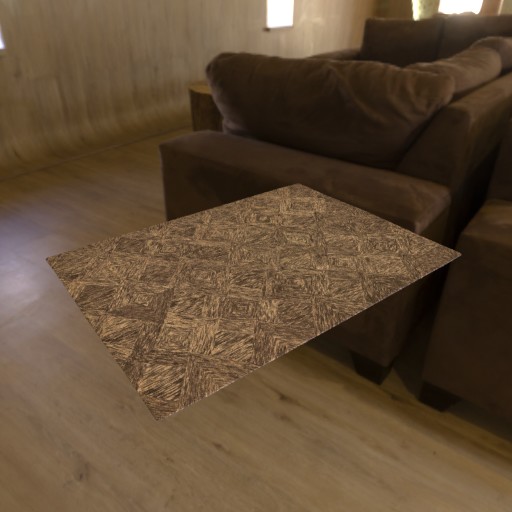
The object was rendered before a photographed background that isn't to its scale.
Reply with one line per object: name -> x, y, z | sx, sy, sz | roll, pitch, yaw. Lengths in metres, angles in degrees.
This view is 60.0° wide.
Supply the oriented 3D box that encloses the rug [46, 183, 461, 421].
rug -> 0.000, 0.000, 5.359 | 4.093, 0.020, 2.997 | -21, 36, -32
